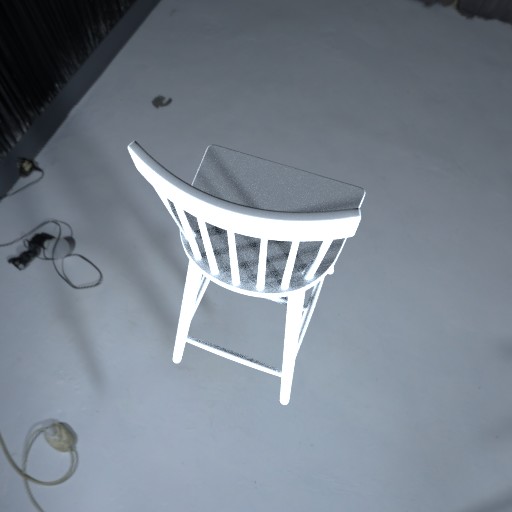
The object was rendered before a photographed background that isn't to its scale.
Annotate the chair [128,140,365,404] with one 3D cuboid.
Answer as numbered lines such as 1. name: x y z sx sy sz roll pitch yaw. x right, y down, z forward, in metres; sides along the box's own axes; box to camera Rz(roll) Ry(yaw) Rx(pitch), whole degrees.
1. chair: 0.000 0.000 1.294 0.483 0.952 0.572 18 64 9
